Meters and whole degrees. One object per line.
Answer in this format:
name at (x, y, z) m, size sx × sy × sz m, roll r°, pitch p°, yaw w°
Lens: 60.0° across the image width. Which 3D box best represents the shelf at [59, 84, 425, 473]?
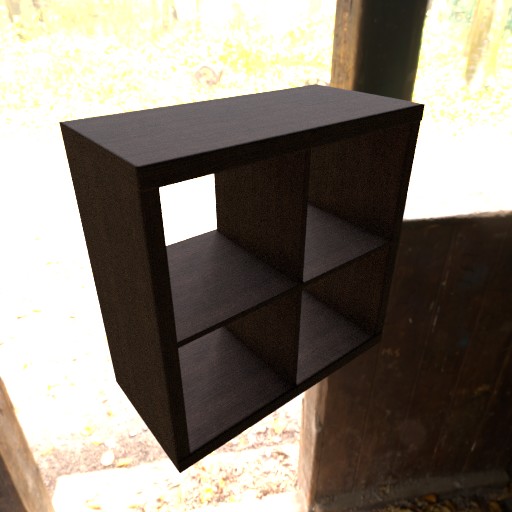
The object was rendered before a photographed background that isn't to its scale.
shelf at (0.000, 0.000, 1.245) m, size 0.790 × 0.786 × 0.390 m, roll -22°, pitch 37°, yaw -32°
